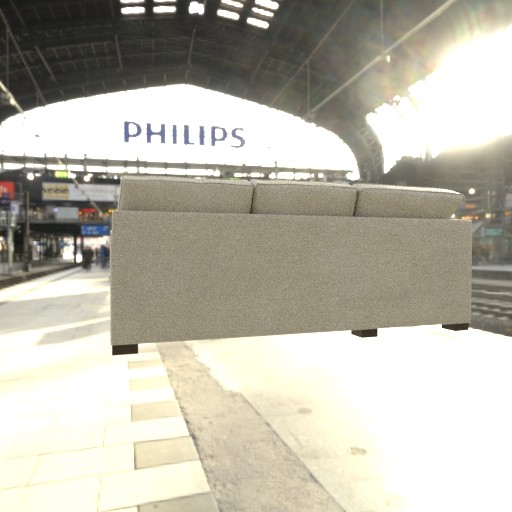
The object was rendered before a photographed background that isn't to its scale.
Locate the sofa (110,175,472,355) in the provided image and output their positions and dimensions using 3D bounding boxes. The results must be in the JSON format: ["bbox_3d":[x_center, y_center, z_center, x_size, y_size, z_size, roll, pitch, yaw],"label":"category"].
[{"bbox_3d":[0.000,0.000,3.499,2.211,0.936,2.188,0,1,-19],"label":"sofa"}]
